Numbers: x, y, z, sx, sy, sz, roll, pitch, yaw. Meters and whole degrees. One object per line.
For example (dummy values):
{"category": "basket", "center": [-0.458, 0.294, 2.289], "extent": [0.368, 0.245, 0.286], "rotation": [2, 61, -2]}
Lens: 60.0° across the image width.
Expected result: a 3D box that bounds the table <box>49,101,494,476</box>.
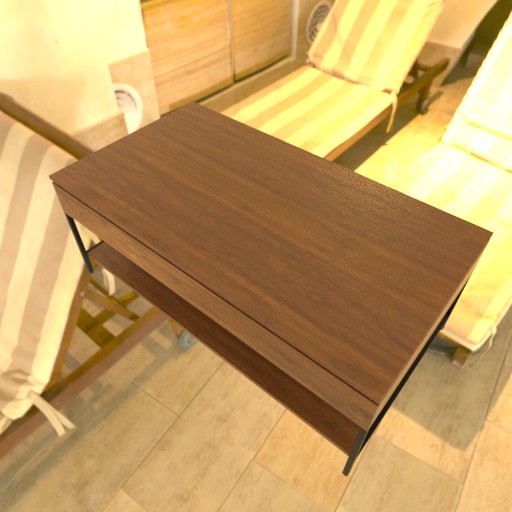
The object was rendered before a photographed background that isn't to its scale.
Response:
{"category": "table", "center": [0.000, 0.000, 1.328], "extent": [1.057, 0.414, 0.574], "rotation": [31, 54, 26]}
